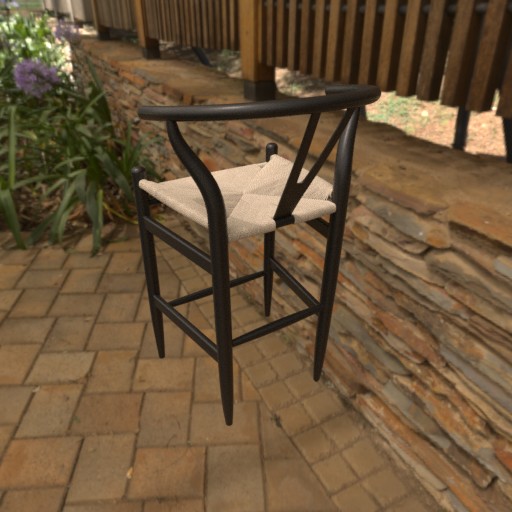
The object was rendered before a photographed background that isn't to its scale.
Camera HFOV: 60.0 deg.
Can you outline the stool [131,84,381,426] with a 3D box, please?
[{"bbox_3d":[0.000,0.000,1.289,0.569,0.970,0.579,-17,34,-28],"label":"stool"}]
